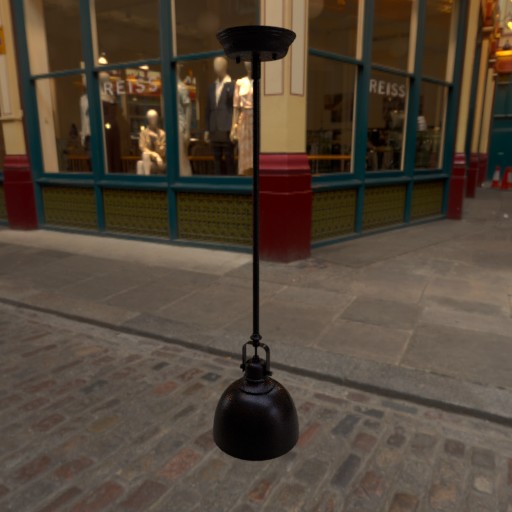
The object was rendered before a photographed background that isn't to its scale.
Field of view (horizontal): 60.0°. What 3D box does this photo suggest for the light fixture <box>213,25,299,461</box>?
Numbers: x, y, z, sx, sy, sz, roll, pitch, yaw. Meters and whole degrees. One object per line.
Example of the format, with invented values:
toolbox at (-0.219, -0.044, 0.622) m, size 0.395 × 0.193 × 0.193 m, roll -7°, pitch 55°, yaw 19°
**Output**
light fixture at (0.000, 0.000, 0.843) m, size 0.182 × 0.768 × 0.182 m, roll 7°, pitch 16°, yaw 27°
